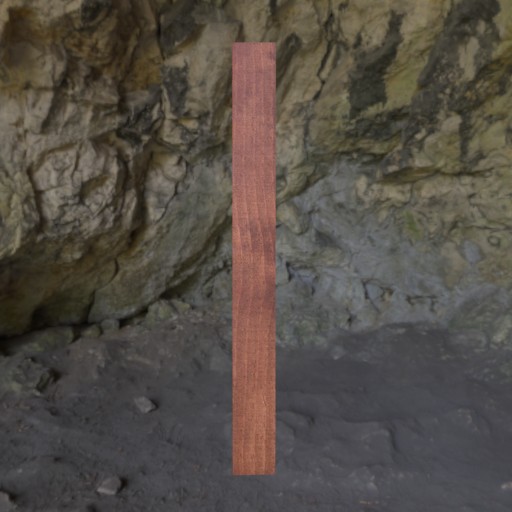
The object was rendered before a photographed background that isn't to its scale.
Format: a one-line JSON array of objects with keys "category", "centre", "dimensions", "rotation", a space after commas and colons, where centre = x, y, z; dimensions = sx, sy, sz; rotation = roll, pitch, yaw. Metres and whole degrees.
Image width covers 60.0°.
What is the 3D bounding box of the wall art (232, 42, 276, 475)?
[{"category": "wall art", "centre": [0.000, 0.000, 0.587], "dimensions": [0.038, 0.385, 0.386], "rotation": [0, 1, 1]}]
